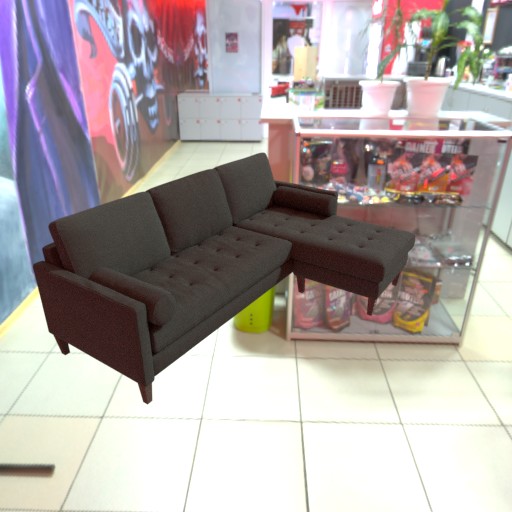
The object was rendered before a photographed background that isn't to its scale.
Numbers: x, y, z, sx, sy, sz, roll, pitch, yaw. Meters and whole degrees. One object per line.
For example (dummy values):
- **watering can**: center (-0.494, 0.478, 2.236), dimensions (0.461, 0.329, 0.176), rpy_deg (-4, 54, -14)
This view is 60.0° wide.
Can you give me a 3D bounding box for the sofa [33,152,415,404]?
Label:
- **sofa**: center (0.000, 0.000, 2.918), dimensions (1.506, 0.876, 2.178), rpy_deg (17, 30, 31)
